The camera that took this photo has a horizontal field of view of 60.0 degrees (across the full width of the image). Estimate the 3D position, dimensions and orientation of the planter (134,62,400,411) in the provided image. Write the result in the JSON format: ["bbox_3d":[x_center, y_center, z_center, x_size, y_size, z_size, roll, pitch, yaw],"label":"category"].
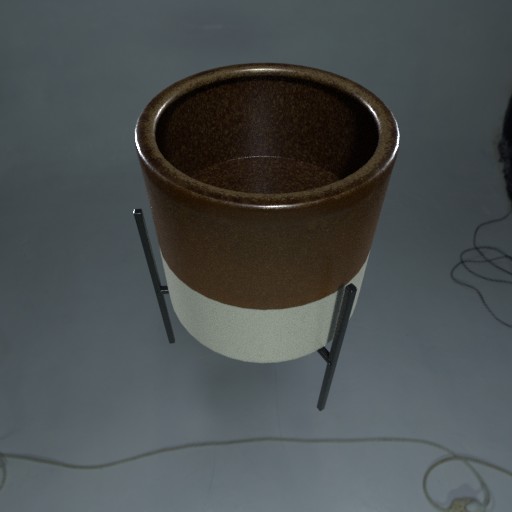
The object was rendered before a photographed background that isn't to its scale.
[{"bbox_3d":[0.000,0.000,0.552,0.269,0.375,0.255,-4,48,-4],"label":"planter"}]
